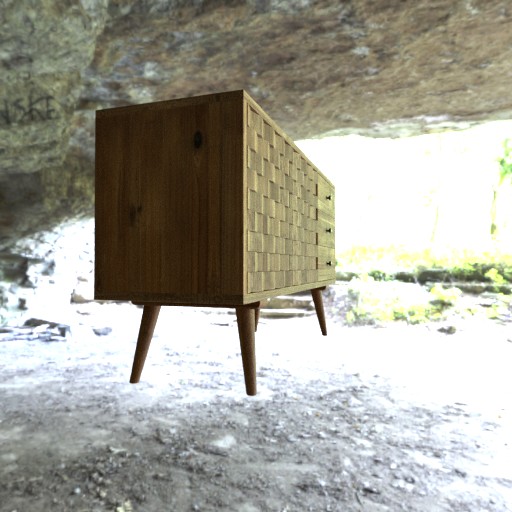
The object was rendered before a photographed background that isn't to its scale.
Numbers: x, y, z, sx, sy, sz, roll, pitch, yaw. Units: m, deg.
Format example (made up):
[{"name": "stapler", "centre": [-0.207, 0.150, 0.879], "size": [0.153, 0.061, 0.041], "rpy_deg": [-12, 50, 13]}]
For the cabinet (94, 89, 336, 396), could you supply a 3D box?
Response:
[{"name": "cabinet", "centre": [0.000, 0.000, 1.826], "size": [0.472, 0.800, 1.400], "rpy_deg": [0, -1, 19]}]
